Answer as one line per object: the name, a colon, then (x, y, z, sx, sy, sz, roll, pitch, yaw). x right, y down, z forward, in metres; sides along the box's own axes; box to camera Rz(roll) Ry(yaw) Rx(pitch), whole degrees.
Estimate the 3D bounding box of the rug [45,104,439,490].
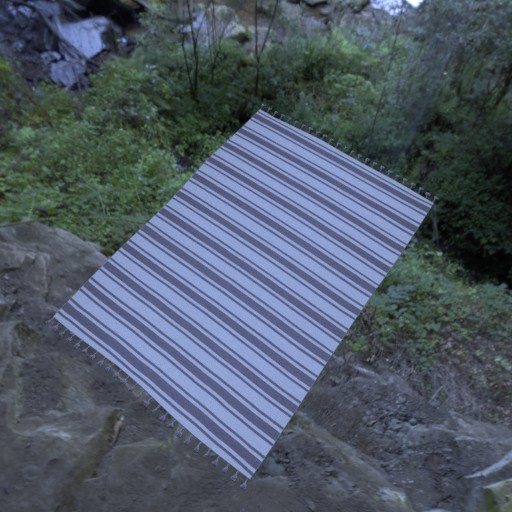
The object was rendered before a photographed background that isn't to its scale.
rug: (0.000, 0.000, 3.866, 2.030, 0.017, 3.040, 33, 68, 16)
